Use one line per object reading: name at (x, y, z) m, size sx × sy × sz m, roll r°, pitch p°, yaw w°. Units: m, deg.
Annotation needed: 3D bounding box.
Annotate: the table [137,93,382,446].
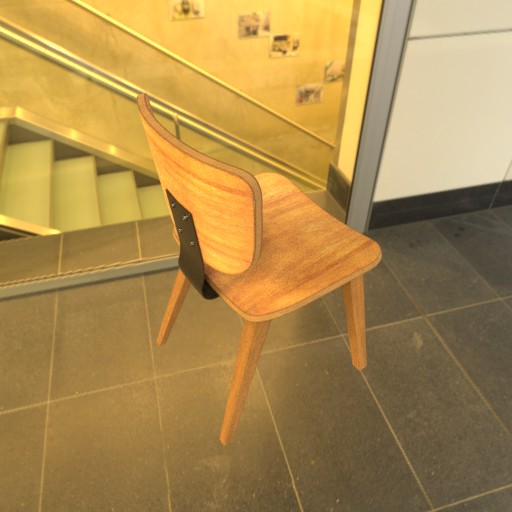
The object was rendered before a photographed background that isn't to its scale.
table at (0.000, 0.000, 1.154) m, size 0.500 × 0.805 × 0.499 m, roll -25°, pitch 48°, yaw -25°
